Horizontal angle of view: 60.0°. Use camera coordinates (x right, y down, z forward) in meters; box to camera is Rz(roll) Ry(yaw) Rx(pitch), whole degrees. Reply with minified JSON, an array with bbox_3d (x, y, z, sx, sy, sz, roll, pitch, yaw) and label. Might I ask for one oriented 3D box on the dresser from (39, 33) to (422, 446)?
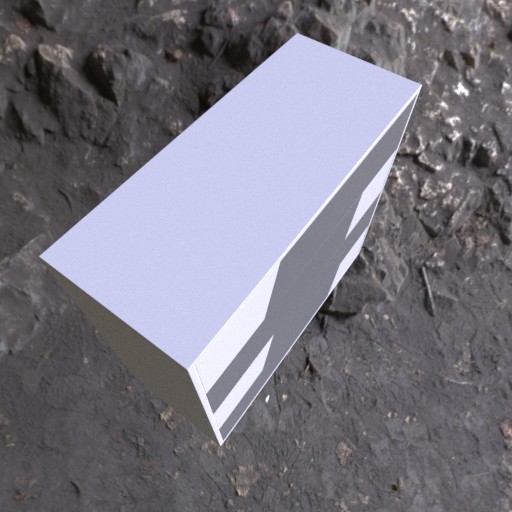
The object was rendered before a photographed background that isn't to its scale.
[{"bbox_3d":[0.000,0.000,1.623,0.460,1.000,1.100,32,64,18],"label":"dresser"}]
